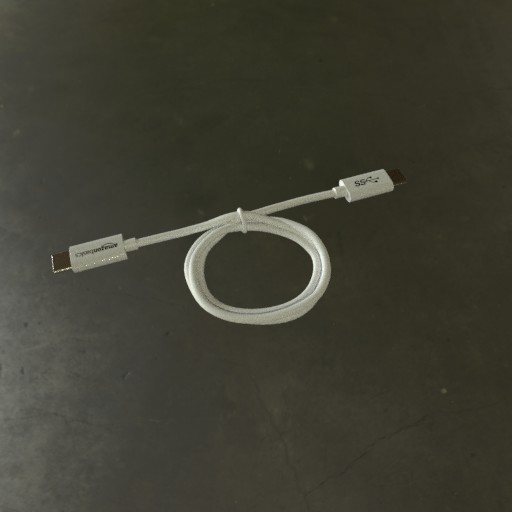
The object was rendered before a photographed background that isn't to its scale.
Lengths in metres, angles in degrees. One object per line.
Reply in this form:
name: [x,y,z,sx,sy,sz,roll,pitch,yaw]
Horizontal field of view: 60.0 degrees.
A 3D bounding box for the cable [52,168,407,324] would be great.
cable: [0.000,0.000,0.211,0.186,0.014,0.070,-16,59,-10]
